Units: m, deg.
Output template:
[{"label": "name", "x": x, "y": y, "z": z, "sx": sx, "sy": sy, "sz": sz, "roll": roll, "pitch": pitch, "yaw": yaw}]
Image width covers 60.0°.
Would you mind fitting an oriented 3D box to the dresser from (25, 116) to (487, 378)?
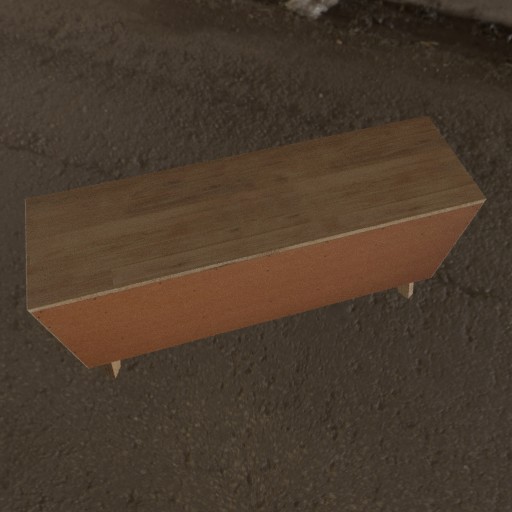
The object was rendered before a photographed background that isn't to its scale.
[{"label": "dresser", "x": 0.000, "y": 0.000, "z": 1.935, "sx": 1.602, "sy": 0.788, "sz": 0.455, "roll": -14, "pitch": 59, "yaw": -8}]
